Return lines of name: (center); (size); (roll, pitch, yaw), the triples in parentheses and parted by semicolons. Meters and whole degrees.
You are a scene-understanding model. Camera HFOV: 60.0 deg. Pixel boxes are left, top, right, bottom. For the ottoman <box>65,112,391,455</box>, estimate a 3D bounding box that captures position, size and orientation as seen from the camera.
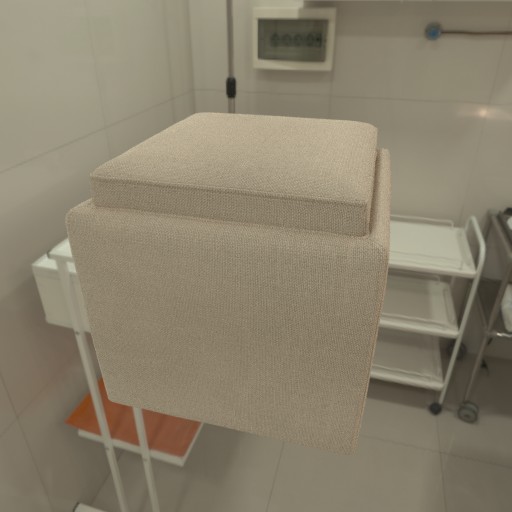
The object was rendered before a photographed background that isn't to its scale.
ottoman: (0.000, 0.000, 0.821); (0.450, 0.460, 0.451); (8, 31, 13)
